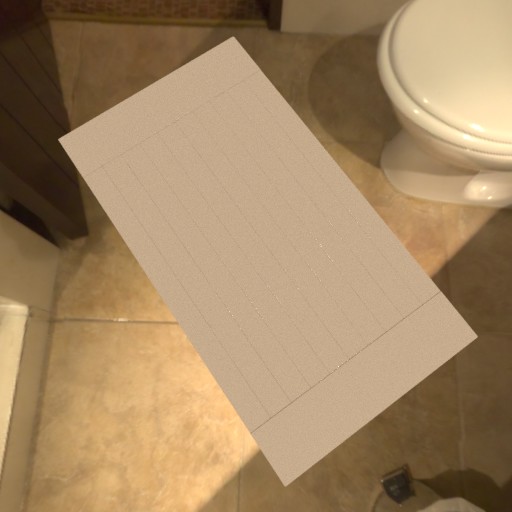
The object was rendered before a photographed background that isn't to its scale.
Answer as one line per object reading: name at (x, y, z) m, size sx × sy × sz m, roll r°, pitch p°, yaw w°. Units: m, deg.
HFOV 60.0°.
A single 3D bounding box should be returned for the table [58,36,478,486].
table at (0.000, 0.000, 1.391) m, size 0.600 × 0.495 × 1.062 m, roll -34°, pitch 78°, yaw -8°
